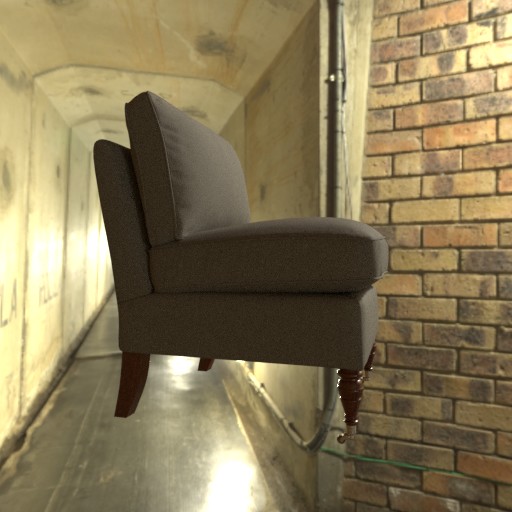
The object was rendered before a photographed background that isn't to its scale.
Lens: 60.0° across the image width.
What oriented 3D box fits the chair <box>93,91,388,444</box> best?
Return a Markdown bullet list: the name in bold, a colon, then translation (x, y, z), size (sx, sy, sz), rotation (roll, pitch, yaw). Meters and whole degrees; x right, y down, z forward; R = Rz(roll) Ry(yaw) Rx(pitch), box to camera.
- **chair**: translation (0.000, 0.000, 1.636), size (0.924, 1.045, 0.724), rotation (0, 0, 18)
